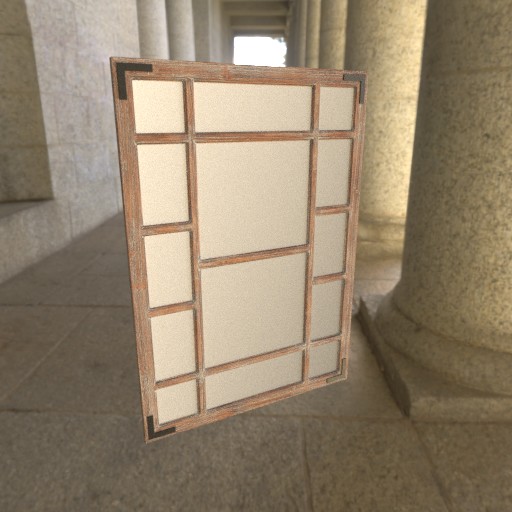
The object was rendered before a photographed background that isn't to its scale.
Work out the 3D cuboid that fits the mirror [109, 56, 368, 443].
[{"bbox_3d":[0.000,0.000,1.253,0.705,0.996,0.025,-9,19,-26],"label":"mirror"}]
